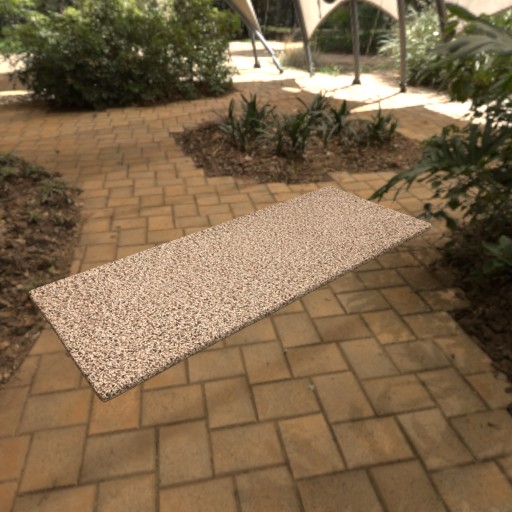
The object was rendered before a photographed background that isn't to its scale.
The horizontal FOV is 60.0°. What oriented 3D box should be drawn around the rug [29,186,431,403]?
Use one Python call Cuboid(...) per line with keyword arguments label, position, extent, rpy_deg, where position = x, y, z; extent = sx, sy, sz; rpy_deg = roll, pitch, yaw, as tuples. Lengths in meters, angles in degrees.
Cuboid(label="rug", position=(0.000, 0.000, 1.734), extent=(1.524, 0.030, 0.609), rpy_deg=(-23, 37, -34))
